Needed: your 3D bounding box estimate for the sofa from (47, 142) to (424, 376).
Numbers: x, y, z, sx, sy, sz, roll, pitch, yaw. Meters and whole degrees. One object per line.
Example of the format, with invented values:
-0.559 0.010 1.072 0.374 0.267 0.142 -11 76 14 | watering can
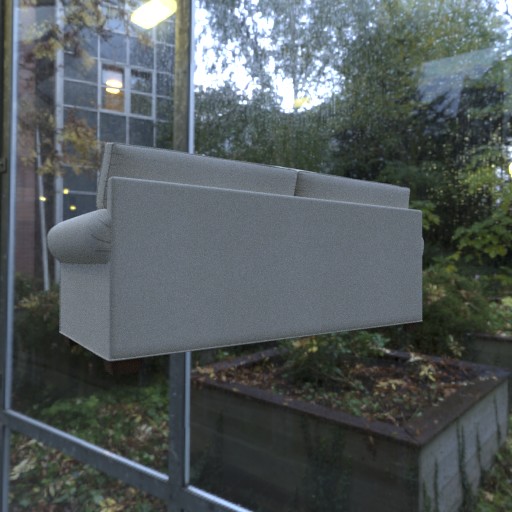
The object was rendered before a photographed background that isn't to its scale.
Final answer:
0.000 0.000 2.636 2.146 0.962 0.901 1 -1 -35 | sofa
